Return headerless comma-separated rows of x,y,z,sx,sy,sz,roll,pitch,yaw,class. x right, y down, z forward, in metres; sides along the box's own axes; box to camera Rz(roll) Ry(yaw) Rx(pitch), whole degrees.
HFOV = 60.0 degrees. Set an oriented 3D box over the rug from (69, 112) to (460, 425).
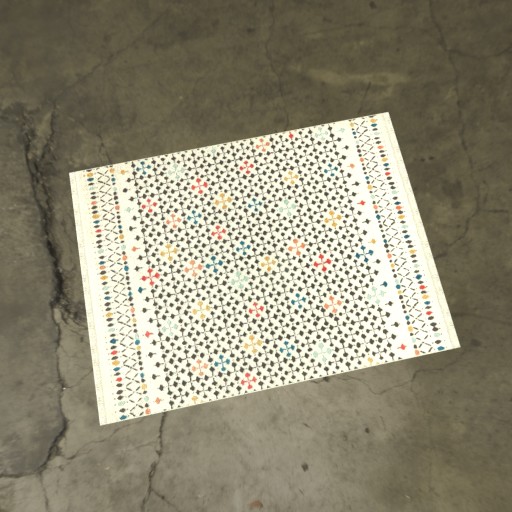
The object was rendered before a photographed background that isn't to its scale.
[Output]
0.000,0.000,1.996,1.556,0.006,1.146,-12,77,-3,rug
